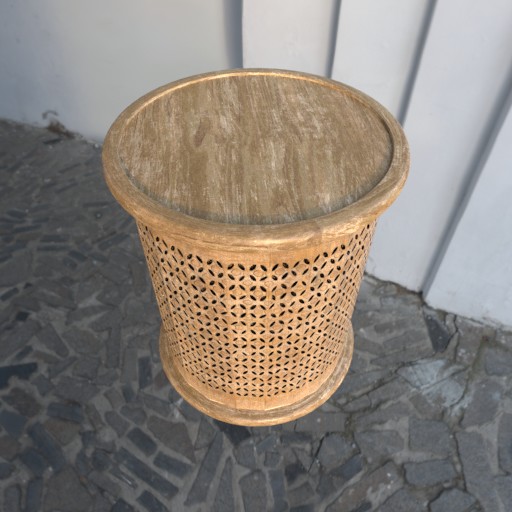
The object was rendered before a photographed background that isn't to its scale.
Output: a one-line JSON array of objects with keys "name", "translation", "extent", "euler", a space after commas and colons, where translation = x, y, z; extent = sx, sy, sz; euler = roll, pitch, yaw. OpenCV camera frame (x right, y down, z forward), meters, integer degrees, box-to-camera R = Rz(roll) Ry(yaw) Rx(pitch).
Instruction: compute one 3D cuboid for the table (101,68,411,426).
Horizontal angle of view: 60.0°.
[{"name": "table", "translation": [0.000, 0.000, 0.768], "extent": [0.407, 0.482, 0.407], "euler": [0, 47, 0]}]
